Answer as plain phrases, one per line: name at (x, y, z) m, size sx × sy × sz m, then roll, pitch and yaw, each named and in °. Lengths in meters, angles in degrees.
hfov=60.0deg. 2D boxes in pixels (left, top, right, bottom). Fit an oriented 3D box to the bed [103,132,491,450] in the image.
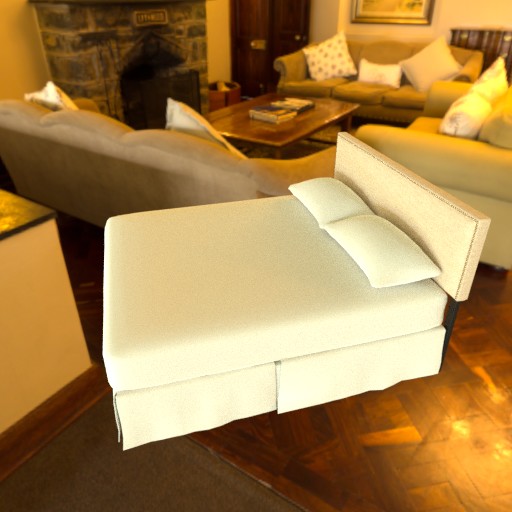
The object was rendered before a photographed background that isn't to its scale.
bed at (0.000, 0.000, 2.790) m, size 1.876 × 1.016 × 1.616 m, roll -8°, pitch 32°, yaw -14°
